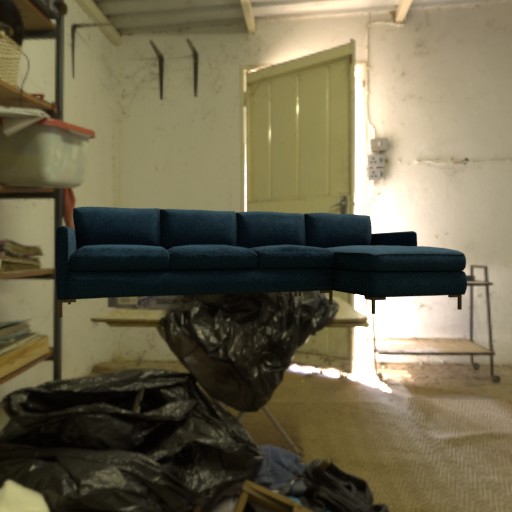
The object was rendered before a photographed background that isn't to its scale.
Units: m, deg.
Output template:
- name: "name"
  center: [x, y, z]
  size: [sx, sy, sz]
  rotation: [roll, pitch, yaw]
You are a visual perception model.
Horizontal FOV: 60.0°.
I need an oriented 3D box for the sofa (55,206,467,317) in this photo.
- name: "sofa"
  center: [0.000, 0.000, 3.503]
  size: [2.932, 0.810, 1.350]
  rotation: [0, 1, -18]
